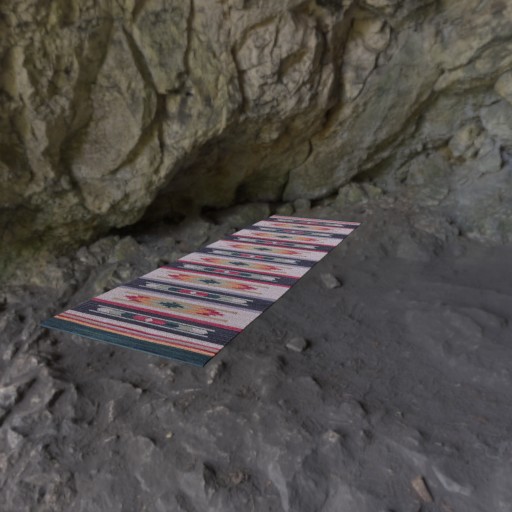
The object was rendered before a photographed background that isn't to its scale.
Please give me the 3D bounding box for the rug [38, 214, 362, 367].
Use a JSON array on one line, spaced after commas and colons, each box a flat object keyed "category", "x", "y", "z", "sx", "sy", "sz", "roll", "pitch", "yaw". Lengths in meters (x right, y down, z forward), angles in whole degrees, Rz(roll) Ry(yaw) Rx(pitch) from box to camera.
[{"category": "rug", "x": 0.000, "y": 0.000, "z": 2.642, "sx": 0.760, "sy": 0.009, "sz": 2.440, "roll": 7, "pitch": 18, "yaw": 24}]
